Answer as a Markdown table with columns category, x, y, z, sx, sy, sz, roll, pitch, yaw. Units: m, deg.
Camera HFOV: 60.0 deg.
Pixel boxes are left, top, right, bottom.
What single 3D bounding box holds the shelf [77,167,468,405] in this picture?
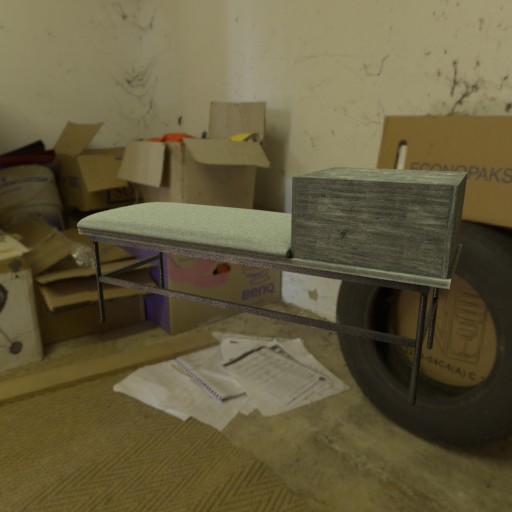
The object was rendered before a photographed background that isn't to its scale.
| category | x | y | z | sx | sy | sz | roll | pitch | yaw |
| --- | --- | --- | --- | --- | --- | --- | --- | --- | --- |
| shelf | 0.000 | 0.000 | 1.631 | 1.342 | 0.633 | 0.457 | 8 | 18 | 27 |
